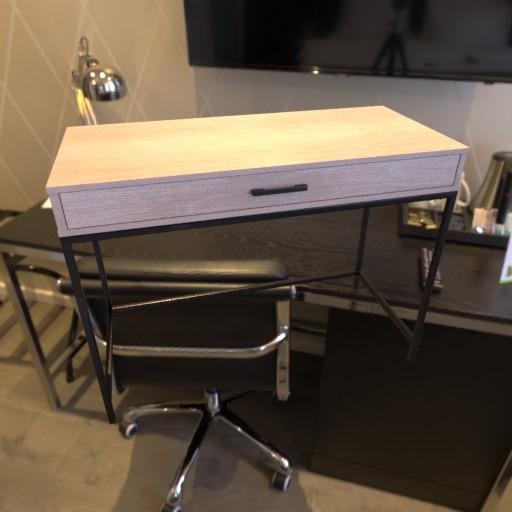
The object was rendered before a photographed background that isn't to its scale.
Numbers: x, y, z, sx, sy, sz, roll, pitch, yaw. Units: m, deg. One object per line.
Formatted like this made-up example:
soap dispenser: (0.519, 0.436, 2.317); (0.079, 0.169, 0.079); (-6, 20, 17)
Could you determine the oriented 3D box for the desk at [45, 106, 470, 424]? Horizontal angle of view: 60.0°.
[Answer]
desk: (0.000, 0.000, 1.409); (1.016, 0.762, 0.470); (-8, 33, -12)
